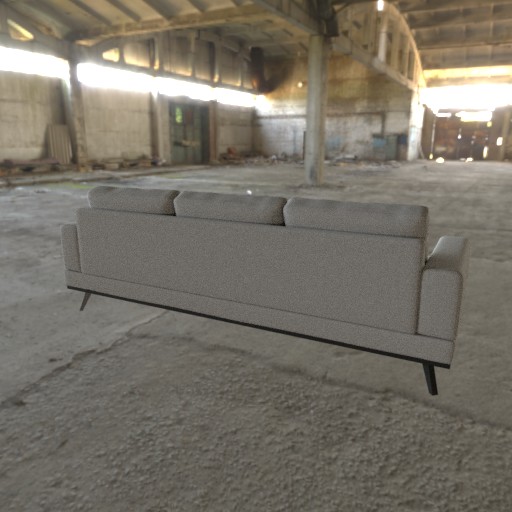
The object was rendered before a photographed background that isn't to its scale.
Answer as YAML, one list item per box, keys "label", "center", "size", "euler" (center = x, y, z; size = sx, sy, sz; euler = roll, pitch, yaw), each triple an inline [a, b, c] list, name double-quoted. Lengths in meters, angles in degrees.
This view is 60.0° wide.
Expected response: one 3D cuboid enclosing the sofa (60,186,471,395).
- label: "sofa"
  center: [0.000, 0.000, 2.679]
  size: [2.310, 0.810, 0.920]
  euler: [7, 16, 26]
